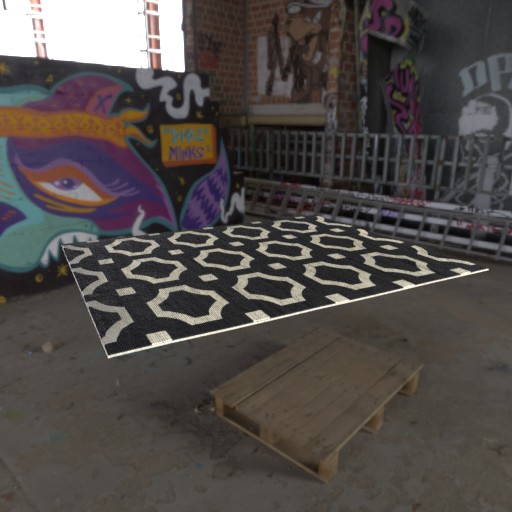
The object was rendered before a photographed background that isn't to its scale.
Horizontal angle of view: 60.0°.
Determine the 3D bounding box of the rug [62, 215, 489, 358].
[{"bbox_3d":[0.000,0.000,4.020,3.049,0.021,2.466,-9,19,-27],"label":"rug"}]
